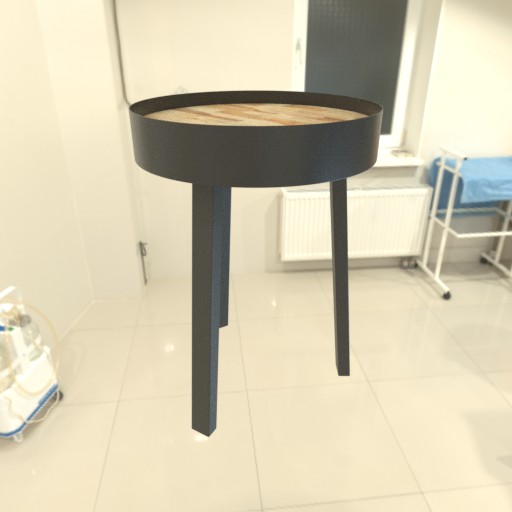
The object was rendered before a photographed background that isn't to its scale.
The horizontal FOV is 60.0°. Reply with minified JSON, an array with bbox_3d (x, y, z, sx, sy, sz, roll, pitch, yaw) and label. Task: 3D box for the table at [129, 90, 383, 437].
[{"bbox_3d":[0.000,0.000,0.853,0.406,0.559,0.406,0,26,0],"label":"table"}]
